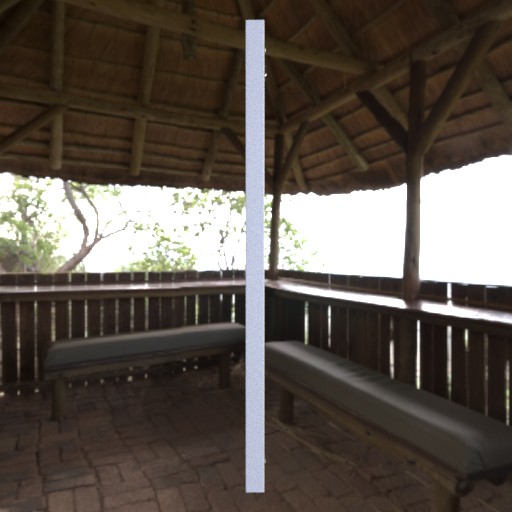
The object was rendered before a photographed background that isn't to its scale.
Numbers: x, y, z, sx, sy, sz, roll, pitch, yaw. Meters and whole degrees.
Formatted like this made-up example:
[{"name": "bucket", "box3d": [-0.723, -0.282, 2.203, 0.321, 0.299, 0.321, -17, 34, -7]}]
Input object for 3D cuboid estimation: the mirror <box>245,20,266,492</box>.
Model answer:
[{"name": "mirror", "box3d": [0.000, 0.000, 1.162, 0.041, 0.914, 0.609, 0, 0, 0]}]
